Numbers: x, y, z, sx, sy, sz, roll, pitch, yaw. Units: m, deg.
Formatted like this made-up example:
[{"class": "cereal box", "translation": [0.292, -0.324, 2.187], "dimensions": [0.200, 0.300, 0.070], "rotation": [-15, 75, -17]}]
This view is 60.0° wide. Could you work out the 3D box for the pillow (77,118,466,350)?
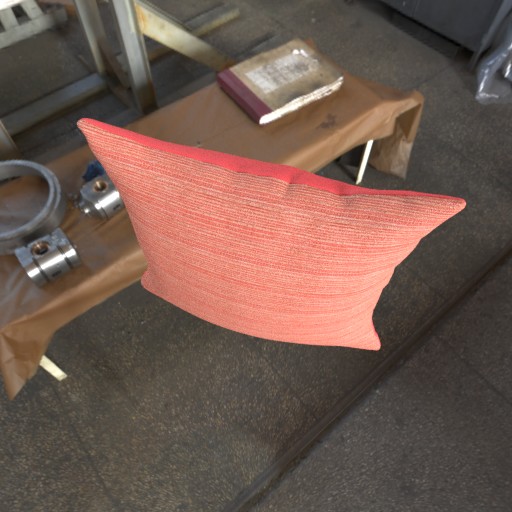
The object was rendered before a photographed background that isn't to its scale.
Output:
[{"class": "pillow", "translation": [0.000, 0.000, 0.793], "dimensions": [0.559, 0.501, 0.229], "rotation": [14, 59, 9]}]
